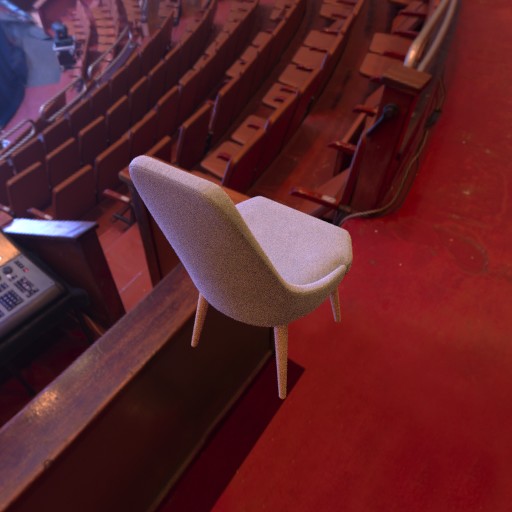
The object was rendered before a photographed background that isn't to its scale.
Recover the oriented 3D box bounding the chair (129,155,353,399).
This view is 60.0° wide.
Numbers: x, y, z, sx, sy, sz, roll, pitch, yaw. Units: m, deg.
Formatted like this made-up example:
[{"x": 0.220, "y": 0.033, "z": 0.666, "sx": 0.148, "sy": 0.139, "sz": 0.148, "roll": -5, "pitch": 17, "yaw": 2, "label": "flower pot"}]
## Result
[{"x": 0.000, "y": 0.000, "z": 1.441, "sx": 0.510, "sy": 1.040, "sz": 0.660, "roll": 25, "pitch": 51, "yaw": 22, "label": "chair"}]
